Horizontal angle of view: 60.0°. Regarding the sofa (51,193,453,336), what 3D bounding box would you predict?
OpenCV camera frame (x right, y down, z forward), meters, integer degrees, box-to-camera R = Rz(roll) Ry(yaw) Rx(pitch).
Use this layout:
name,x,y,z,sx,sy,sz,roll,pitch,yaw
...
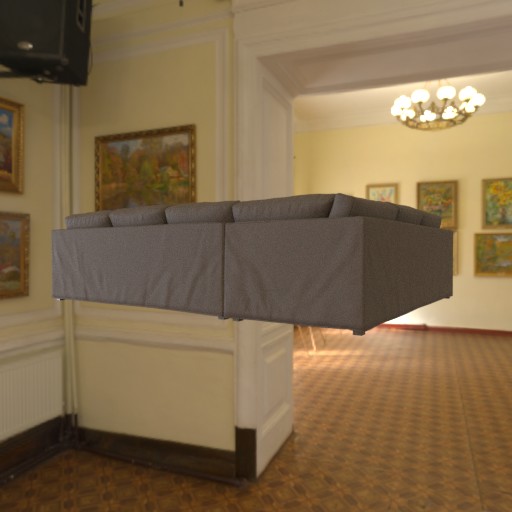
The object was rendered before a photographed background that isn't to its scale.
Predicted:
name,x,y,z,sx,sy,sz,roll,pitch,yaw
sofa,0.000,0.000,4.387,3.182,0.871,2.432,1,1,35
